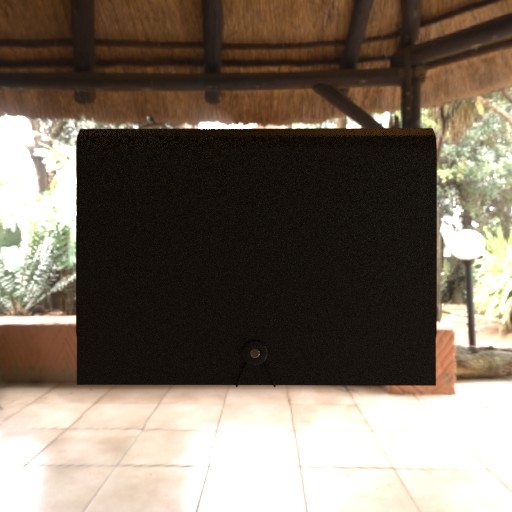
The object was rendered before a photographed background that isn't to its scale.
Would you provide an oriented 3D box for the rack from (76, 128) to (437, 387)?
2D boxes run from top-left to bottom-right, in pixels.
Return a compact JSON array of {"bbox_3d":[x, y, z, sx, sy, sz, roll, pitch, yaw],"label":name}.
[{"bbox_3d":[0.000,0.000,0.423,0.330,0.241,0.041,0,0,0],"label":"rack"}]
